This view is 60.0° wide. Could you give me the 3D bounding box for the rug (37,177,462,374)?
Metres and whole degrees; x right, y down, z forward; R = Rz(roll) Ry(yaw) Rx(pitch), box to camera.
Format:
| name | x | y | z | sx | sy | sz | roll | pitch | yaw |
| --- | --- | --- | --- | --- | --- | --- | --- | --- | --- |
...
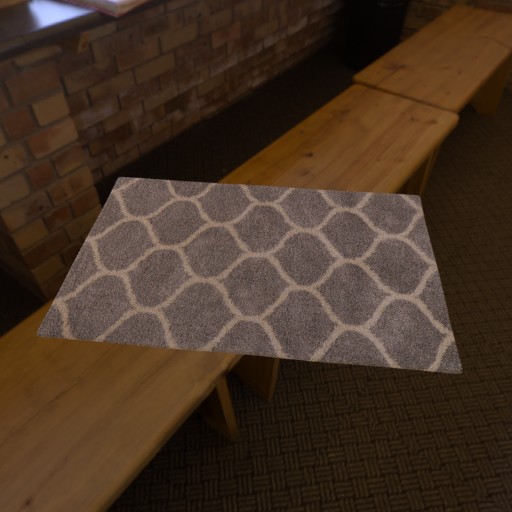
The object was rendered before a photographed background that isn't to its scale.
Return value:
| name | x | y | z | sx | sy | sz | roll | pitch | yaw |
| --- | --- | --- | --- | --- | --- | --- | --- | --- | --- |
| rug | 0.000 | 0.000 | 2.935 | 2.348 | 0.025 | 1.501 | 4 | 46 | 4 |
